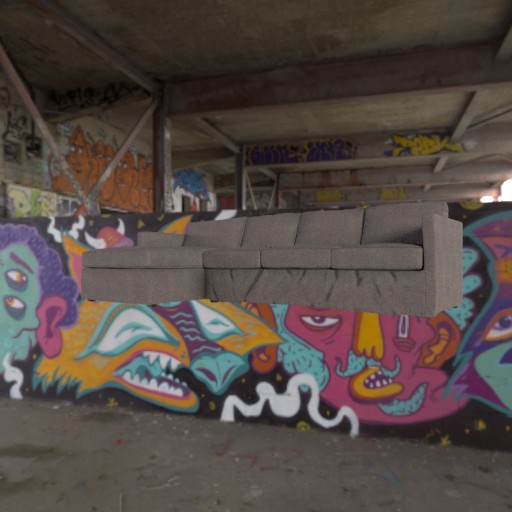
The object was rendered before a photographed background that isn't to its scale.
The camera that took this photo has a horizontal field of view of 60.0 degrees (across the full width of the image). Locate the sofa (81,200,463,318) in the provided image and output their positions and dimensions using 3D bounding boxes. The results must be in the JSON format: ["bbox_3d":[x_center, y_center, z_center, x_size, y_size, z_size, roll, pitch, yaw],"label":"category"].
[{"bbox_3d":[0.000,0.000,4.066,3.205,0.922,1.650,-1,-1,37],"label":"sofa"}]
